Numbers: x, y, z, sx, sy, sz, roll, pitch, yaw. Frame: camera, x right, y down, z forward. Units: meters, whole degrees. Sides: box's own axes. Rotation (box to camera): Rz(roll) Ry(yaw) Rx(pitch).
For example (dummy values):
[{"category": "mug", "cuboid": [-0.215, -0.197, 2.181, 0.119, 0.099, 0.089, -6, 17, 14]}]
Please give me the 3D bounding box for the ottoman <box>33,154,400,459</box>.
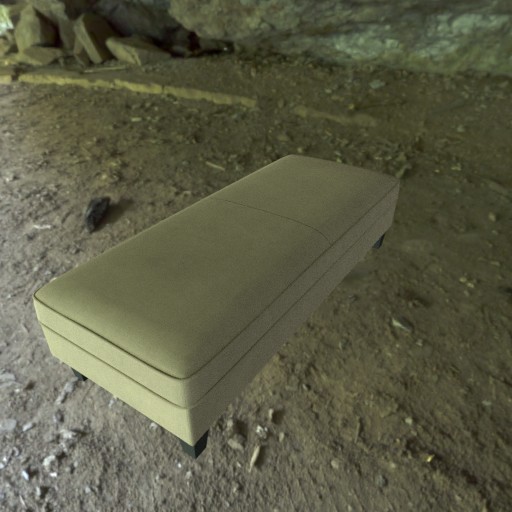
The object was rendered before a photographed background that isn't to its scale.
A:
[{"category": "ottoman", "cuboid": [0.000, 0.000, 1.988, 0.735, 0.460, 1.726, 19, 36, 29]}]
